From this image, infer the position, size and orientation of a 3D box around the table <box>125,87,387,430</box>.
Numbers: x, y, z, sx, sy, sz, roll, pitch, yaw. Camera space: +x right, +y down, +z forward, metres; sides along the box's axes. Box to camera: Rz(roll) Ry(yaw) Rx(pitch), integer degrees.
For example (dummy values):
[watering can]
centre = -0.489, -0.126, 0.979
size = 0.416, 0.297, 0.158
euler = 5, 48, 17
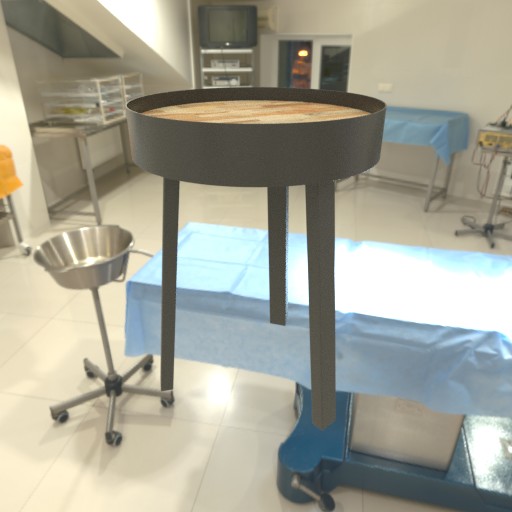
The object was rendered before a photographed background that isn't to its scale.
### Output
[table]
centre = 0.000, 0.000, 0.838
size = 0.406, 0.559, 0.406
euler = 0, 27, 0
